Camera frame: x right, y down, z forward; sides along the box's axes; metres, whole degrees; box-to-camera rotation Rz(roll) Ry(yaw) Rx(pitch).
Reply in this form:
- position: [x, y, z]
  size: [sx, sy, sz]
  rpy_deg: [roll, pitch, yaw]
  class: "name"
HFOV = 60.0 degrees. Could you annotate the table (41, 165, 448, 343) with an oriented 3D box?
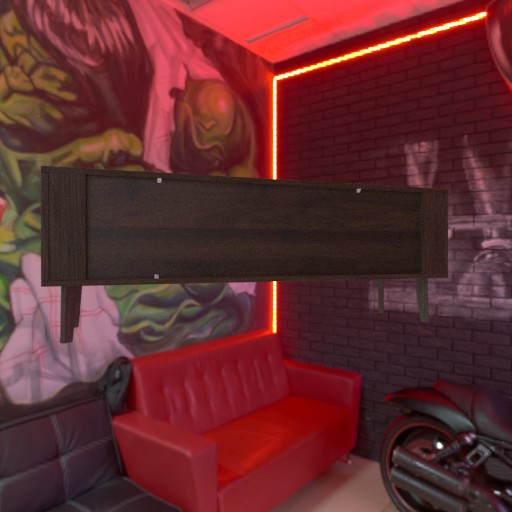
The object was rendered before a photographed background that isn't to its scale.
- position: [0.000, 0.000, 1.646]
  size: [1.397, 0.508, 0.405]
  rpy_deg: [0, 0, -18]
  class: "table"
